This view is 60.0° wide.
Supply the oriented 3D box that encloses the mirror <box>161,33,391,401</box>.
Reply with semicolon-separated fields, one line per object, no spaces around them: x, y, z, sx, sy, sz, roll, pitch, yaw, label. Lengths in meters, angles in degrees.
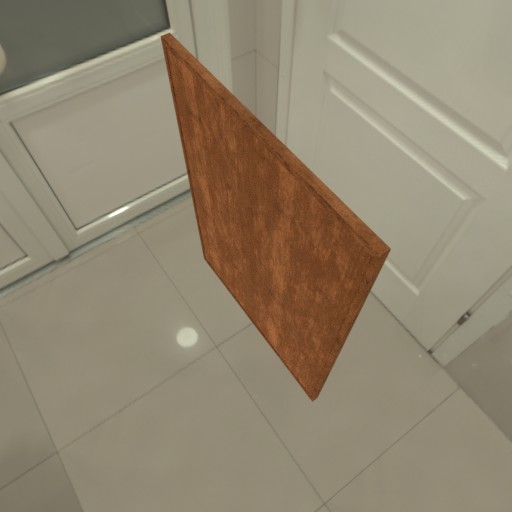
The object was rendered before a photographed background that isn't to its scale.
0.000;0.000;1.423;0.028;1.099;0.796;-31;64;-17;mirror
